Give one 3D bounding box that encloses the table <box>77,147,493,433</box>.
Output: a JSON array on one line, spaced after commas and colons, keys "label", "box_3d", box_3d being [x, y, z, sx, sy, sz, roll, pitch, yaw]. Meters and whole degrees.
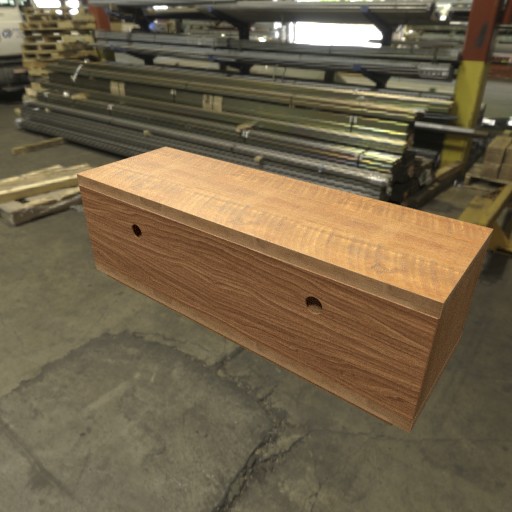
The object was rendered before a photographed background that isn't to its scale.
[{"label": "table", "box_3d": [0.000, 0.000, 1.738, 1.499, 0.491, 0.499, 21, 36, 32]}]
